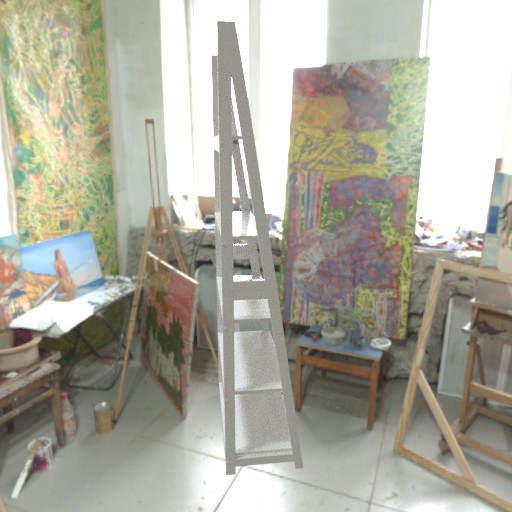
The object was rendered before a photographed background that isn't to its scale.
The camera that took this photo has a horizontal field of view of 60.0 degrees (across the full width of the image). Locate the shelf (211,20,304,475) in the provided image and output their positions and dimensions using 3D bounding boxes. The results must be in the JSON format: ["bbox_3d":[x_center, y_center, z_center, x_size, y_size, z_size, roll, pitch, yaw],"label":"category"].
[{"bbox_3d":[0.000,0.000,2.009,0.341,1.779,0.636,-2,15,-7],"label":"shelf"}]
